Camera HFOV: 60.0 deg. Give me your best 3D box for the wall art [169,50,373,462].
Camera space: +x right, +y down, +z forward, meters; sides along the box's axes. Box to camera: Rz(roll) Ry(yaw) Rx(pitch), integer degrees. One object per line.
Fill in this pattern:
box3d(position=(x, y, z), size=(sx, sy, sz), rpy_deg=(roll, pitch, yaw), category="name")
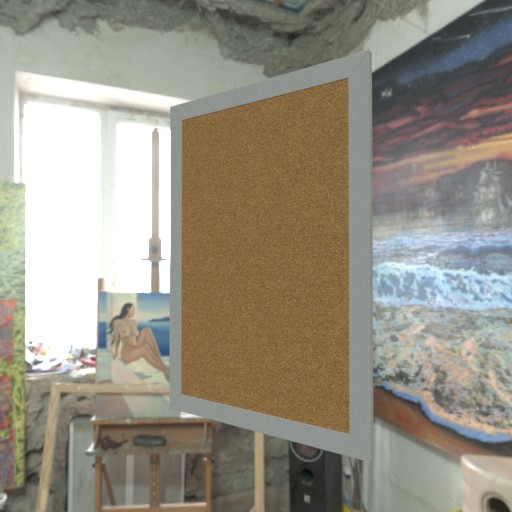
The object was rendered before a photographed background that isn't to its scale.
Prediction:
box3d(position=(0.000, 0.000, 0.843), size=(0.454, 0.659, 0.011), rpy_deg=(-1, -1, 35), category="wall art")
